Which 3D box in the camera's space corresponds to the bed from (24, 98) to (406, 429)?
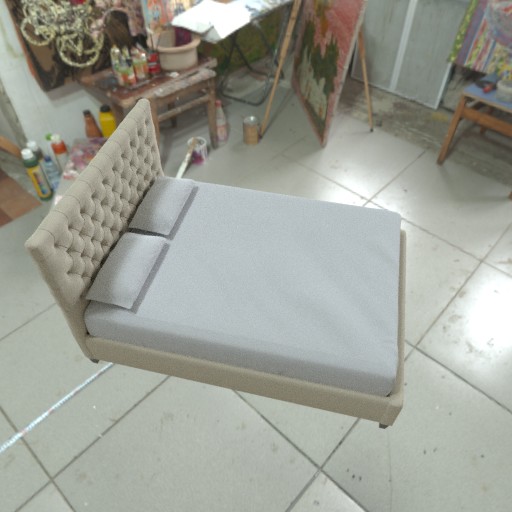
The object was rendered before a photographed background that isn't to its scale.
[{"bbox_3d":[0.000,0.000,3.406,2.387,1.427,1.698,10,49,9],"label":"bed"}]
